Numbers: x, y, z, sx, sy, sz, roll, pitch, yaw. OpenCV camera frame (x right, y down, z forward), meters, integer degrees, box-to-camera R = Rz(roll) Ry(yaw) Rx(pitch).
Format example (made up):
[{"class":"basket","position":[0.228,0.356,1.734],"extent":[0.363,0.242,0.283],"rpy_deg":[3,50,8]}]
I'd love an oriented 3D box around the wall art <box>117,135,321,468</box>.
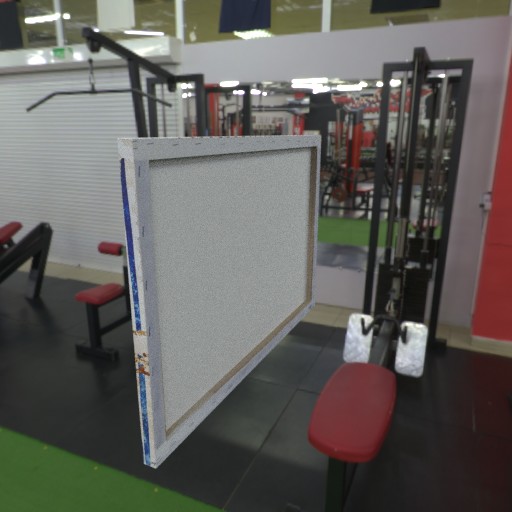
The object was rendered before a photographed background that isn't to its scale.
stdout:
[{"class":"wall art","position":[0.000,0.000,1.450],"extent":[0.038,0.757,1.143],"rpy_deg":[8,17,25]}]
